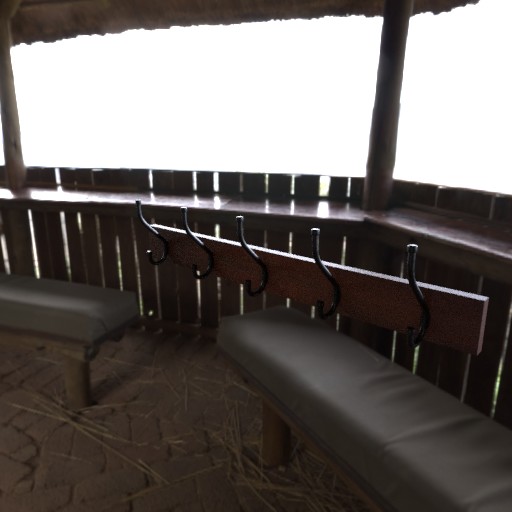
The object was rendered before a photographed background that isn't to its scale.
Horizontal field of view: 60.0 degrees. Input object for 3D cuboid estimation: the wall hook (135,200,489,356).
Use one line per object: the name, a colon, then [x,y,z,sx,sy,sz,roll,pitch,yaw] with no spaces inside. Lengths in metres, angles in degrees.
wall hook: [0.000,0.000,0.608,0.571,0.117,0.071,13,20,41]
